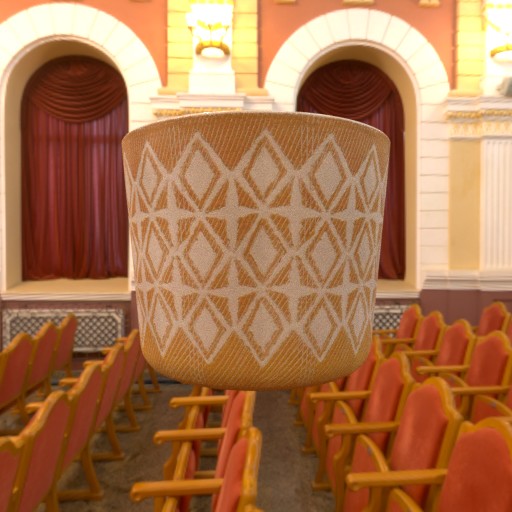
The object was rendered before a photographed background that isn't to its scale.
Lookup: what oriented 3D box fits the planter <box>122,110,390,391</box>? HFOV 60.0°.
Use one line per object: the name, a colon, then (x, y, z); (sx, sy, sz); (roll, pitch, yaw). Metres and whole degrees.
planter: (0.000, 0.000, 0.219); (0.126, 0.104, 0.126); (0, 1, 0)
